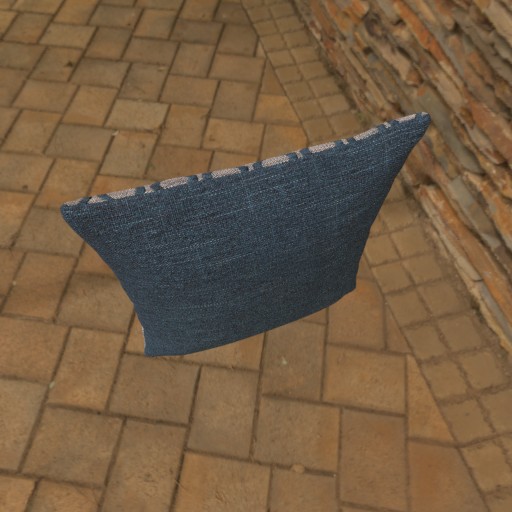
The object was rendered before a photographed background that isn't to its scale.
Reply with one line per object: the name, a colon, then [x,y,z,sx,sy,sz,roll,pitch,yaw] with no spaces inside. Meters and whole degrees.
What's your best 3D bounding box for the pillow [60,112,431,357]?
pillow: [0.000,0.000,0.670,0.435,0.435,0.159,-18,60,-11]
